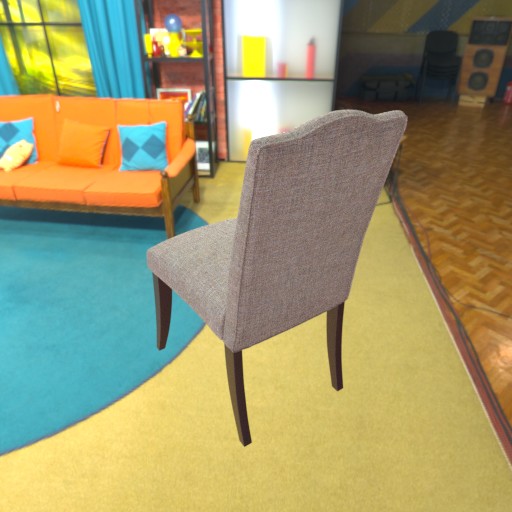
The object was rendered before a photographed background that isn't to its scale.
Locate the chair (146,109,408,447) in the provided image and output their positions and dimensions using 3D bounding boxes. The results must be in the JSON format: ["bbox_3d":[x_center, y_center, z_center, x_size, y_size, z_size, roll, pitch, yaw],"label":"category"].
[{"bbox_3d":[0.000,0.000,1.403,0.513,1.016,0.660,-20,36,-29],"label":"chair"}]
